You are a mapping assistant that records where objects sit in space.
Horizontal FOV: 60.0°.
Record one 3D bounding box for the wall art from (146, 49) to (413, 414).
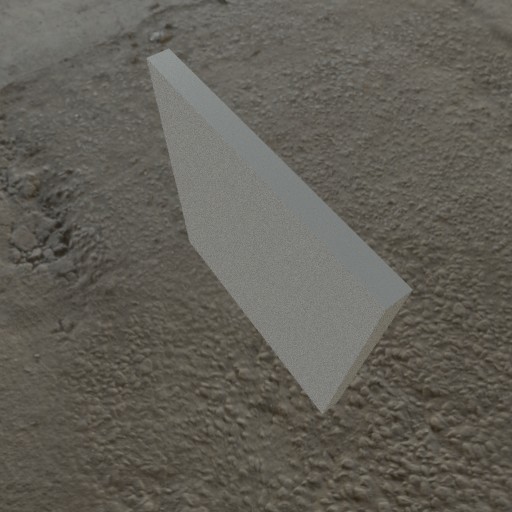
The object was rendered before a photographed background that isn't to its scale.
[{"bbox_3d":[0.000,0.000,0.547,0.027,0.355,0.355,-32,64,-18],"label":"wall art"}]
